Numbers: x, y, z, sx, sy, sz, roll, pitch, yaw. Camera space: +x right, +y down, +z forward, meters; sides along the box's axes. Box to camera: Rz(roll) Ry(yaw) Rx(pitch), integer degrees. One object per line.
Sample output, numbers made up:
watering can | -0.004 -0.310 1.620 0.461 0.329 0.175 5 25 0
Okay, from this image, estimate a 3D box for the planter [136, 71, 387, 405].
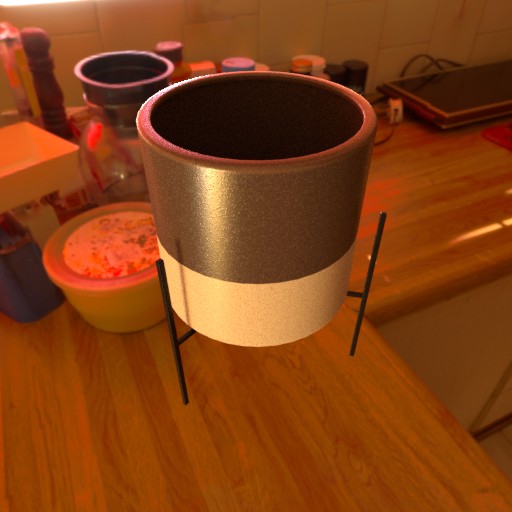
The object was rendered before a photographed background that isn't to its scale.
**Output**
planter | 0.000 0.000 0.536 0.250 0.353 0.260 24 46 26
